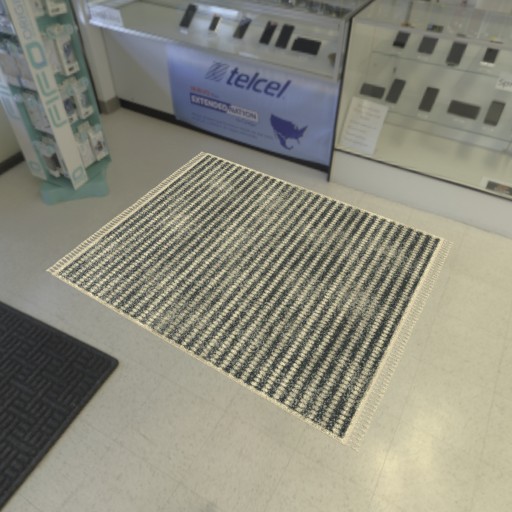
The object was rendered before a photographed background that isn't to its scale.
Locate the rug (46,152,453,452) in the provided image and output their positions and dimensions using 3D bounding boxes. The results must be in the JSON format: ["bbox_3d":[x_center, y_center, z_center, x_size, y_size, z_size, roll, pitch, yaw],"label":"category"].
[{"bbox_3d":[0.000,0.000,3.977,2.910,0.013,2.256,24,50,22],"label":"rug"}]
